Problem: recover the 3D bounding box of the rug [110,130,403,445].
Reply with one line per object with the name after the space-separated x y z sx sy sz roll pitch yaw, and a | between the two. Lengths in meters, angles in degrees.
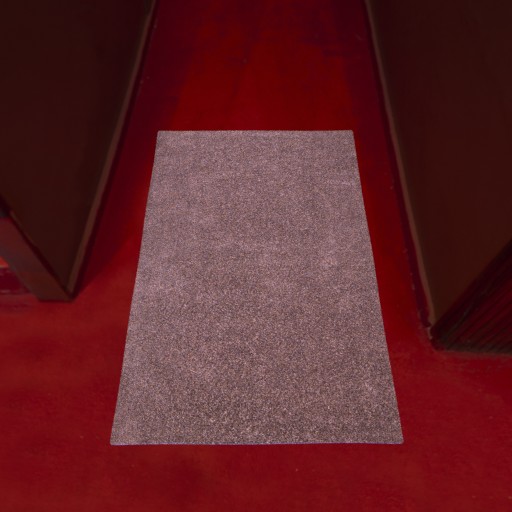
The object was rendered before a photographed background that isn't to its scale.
0.000 0.000 3.419 1.802 0.026 2.699 0 59 0 | rug
